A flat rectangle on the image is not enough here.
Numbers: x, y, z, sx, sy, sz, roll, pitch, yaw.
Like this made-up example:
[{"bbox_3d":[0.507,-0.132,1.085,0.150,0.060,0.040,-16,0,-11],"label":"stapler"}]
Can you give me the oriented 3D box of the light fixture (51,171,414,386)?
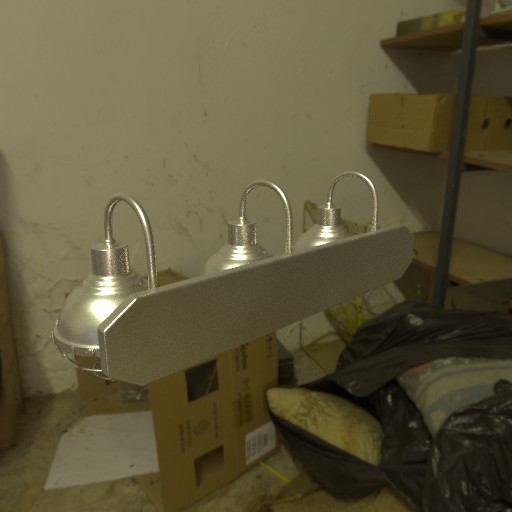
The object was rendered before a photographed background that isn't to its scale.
[{"bbox_3d":[0.000,0.000,0.734,0.634,0.254,0.229,-14,21,-41],"label":"light fixture"}]
